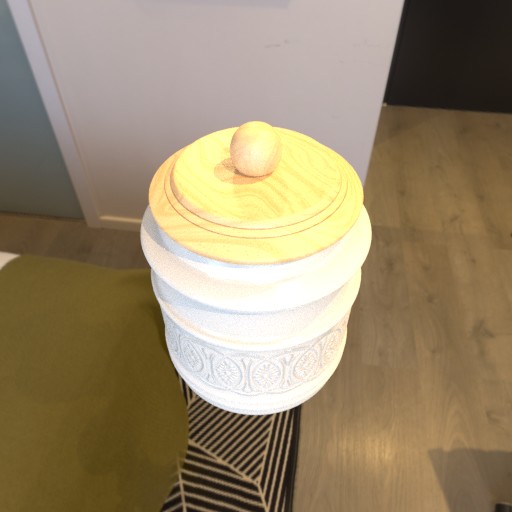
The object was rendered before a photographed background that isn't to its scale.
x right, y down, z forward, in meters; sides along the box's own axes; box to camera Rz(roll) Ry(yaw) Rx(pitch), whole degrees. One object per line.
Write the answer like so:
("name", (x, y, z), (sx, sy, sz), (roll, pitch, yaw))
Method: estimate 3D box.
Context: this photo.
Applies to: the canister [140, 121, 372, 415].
("canister", (0.000, 0.000, 0.273), (0.130, 0.176, 0.130), (0, 45, 0))
